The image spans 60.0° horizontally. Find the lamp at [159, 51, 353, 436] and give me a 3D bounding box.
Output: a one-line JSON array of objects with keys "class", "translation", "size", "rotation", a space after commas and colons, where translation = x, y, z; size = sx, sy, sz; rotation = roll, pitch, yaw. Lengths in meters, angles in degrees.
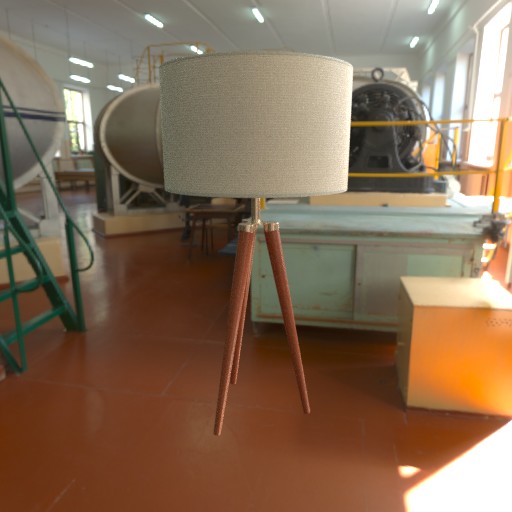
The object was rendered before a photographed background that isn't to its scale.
[{"class": "lamp", "translation": [0.000, 0.000, 0.910], "size": [0.354, 0.709, 0.355], "rotation": [-13, 18, -42]}]
